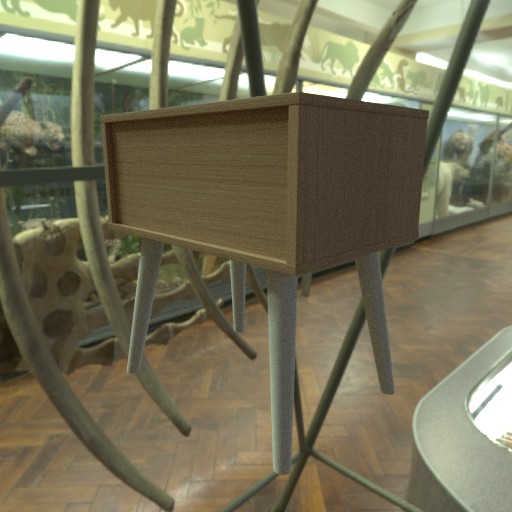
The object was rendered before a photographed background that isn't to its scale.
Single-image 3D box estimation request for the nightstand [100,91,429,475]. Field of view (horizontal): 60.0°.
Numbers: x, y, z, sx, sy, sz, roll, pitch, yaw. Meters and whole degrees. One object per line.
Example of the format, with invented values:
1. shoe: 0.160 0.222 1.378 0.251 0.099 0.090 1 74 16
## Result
1. nightstand: 0.000 0.000 0.993 0.407 0.610 0.571 -13 18 -43
